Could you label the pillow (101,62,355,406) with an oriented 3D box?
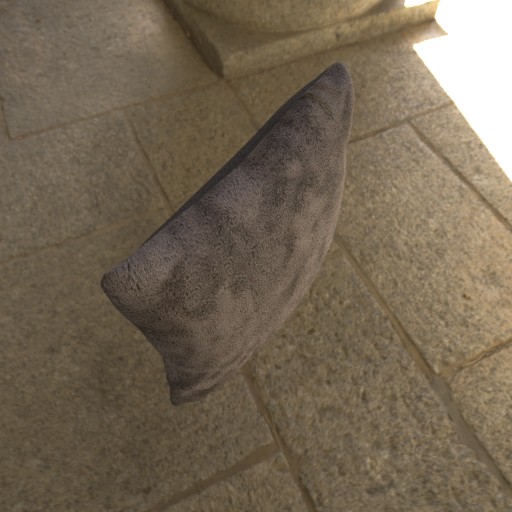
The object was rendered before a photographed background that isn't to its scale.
[{"bbox_3d":[0.000,0.000,0.795,0.204,0.520,0.522,31,62,18],"label":"pillow"}]
